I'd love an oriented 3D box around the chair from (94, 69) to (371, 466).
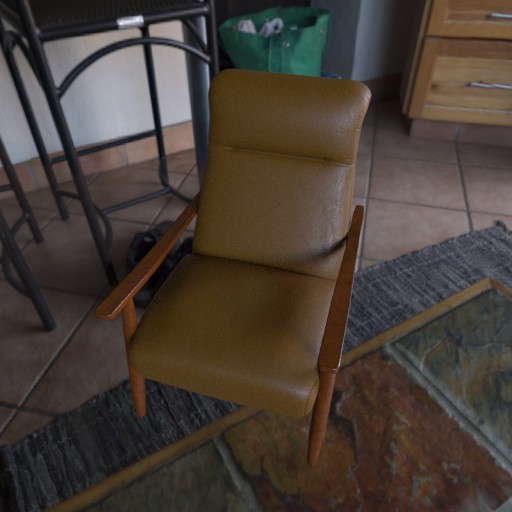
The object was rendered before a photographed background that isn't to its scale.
[{"bbox_3d":[0.000,0.000,1.716,0.762,1.082,1.014,11,41,12],"label":"chair"}]
